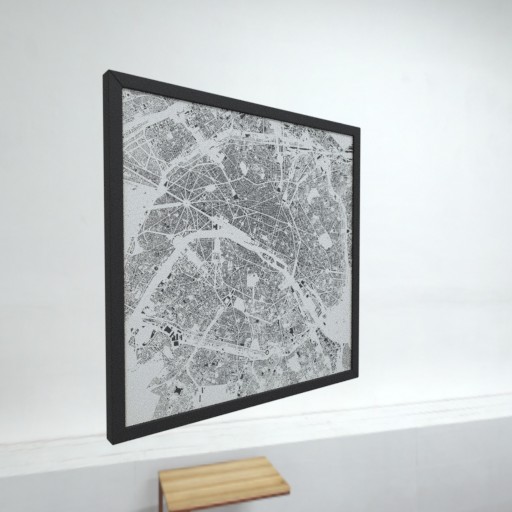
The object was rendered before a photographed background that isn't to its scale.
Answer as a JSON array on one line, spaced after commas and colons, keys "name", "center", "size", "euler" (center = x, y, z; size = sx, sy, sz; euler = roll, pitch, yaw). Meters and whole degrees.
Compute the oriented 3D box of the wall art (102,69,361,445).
[{"name": "wall art", "center": [0.000, 0.000, 1.139], "size": [0.763, 0.763, 0.037], "euler": [-1, 2, -37]}]
